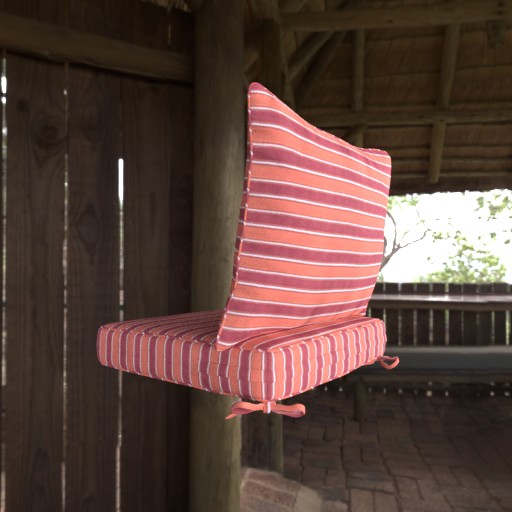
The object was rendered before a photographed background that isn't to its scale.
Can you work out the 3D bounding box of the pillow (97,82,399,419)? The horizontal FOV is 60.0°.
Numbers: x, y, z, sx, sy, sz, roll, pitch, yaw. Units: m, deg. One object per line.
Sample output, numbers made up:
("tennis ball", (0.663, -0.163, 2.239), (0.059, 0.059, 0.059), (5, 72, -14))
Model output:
("pillow", (0.000, 0.000, 1.398), (0.733, 0.723, 0.799), (-1, -1, 37))
